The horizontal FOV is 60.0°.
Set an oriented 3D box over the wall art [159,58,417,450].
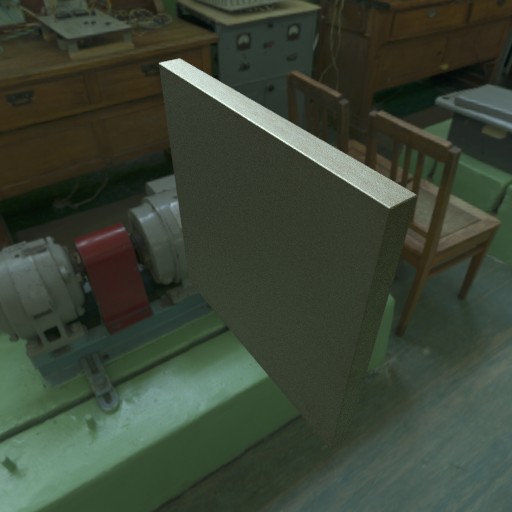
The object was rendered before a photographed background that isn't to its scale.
[{"bbox_3d":[0.000,0.000,0.753,0.040,0.506,0.503,-25,47,-25],"label":"wall art"}]
